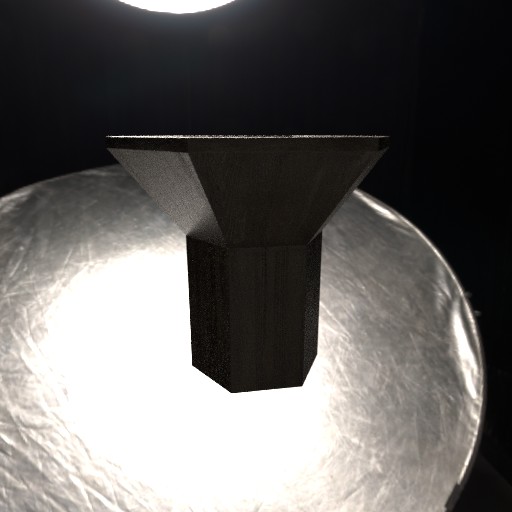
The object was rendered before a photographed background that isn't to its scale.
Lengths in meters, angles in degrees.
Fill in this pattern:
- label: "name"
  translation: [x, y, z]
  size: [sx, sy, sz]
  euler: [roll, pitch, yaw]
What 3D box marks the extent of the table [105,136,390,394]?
- label: "table"
  translation: [0.000, 0.000, 1.126]
  size: [0.683, 0.586, 0.592]
  euler: [-3, 16, -10]
